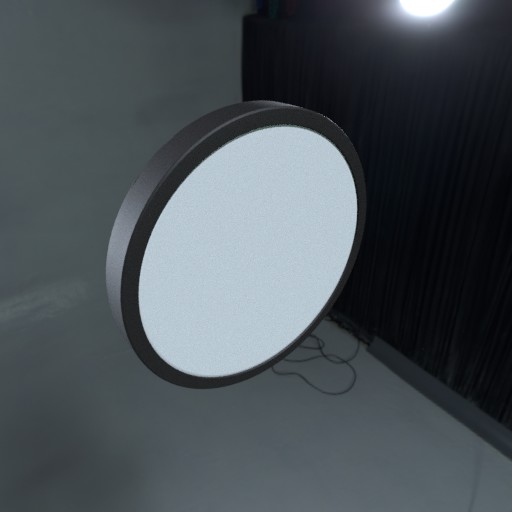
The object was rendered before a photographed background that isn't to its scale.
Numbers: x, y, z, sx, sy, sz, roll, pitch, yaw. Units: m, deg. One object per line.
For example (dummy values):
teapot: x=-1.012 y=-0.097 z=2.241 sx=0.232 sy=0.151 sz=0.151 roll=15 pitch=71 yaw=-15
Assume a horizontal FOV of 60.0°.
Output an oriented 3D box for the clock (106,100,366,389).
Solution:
clock: x=0.000 y=0.000 z=0.444 sx=0.293 sy=0.293 sz=0.040 roll=-21 pitch=36 yaw=-32
